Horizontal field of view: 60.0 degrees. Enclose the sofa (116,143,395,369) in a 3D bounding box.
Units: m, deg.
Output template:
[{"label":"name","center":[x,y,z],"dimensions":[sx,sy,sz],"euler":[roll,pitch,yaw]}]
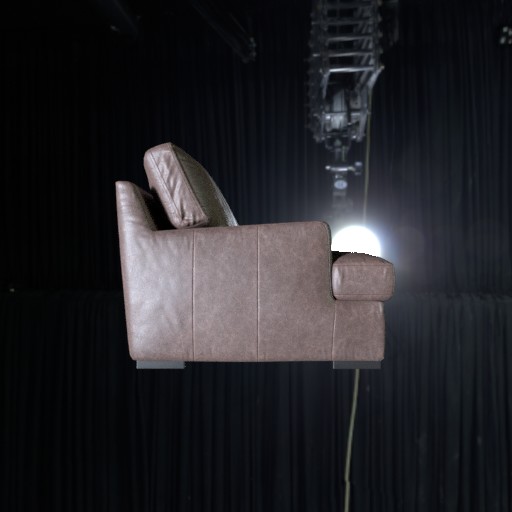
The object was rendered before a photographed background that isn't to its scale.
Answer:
[{"label":"sofa","center":[0.000,0.000,2.857],"dimensions":[1.143,0.941,2.261],"euler":[0,-1,0]}]
